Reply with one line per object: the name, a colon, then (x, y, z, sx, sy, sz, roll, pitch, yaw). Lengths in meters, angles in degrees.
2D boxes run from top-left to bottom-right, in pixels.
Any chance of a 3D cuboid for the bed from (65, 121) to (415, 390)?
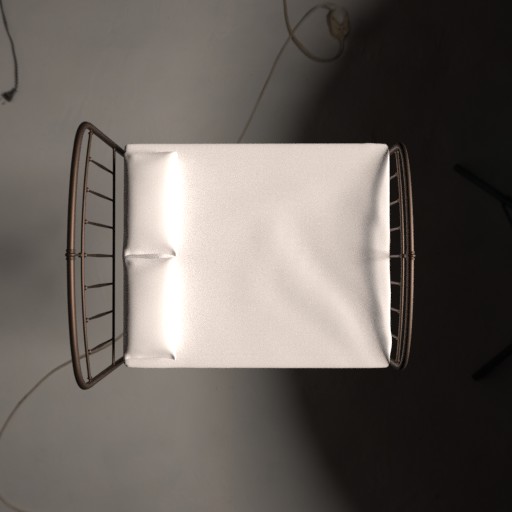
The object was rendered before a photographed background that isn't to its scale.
bed: (0.000, 0.000, 3.219, 2.180, 1.425, 1.711, 0, 89, 0)
